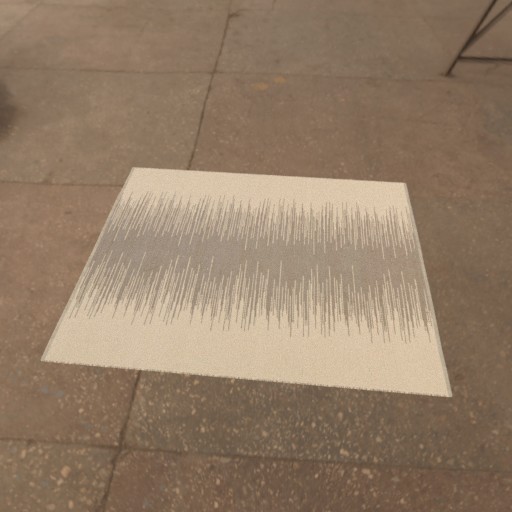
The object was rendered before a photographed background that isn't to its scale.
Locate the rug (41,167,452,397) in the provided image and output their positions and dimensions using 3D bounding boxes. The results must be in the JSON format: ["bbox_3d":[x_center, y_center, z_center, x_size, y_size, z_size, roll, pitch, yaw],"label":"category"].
[{"bbox_3d":[0.000,0.000,4.057,3.037,0.010,2.453,4,47,4],"label":"rug"}]
